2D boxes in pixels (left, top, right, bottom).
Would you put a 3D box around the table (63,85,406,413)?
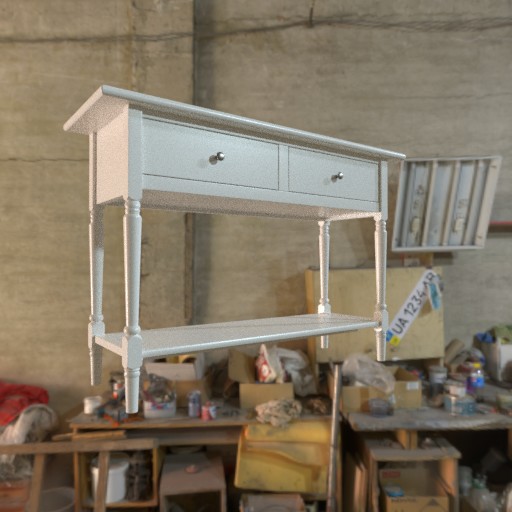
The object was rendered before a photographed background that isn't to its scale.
[{"bbox_3d":[0.000,0.000,1.557,1.191,0.814,0.386,0,-1,-36],"label":"table"}]
